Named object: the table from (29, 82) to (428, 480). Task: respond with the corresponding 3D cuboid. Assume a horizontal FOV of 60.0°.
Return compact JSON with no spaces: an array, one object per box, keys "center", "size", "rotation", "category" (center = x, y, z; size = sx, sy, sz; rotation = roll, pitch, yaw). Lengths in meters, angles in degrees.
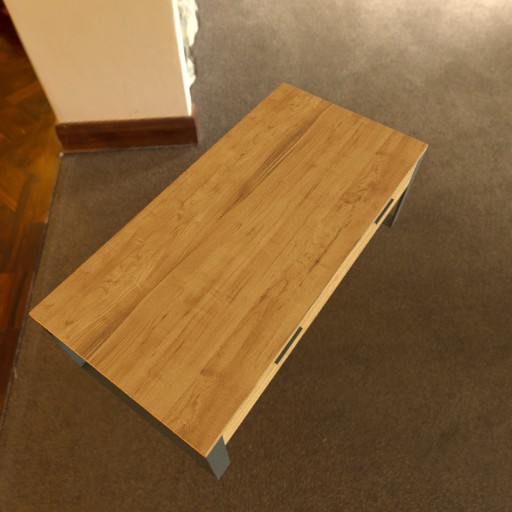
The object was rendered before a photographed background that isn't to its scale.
[{"center":[0.000,0.000,1.472],"size":[0.590,0.400,1.180],"rotation":[31,62,19],"category":"table"}]
